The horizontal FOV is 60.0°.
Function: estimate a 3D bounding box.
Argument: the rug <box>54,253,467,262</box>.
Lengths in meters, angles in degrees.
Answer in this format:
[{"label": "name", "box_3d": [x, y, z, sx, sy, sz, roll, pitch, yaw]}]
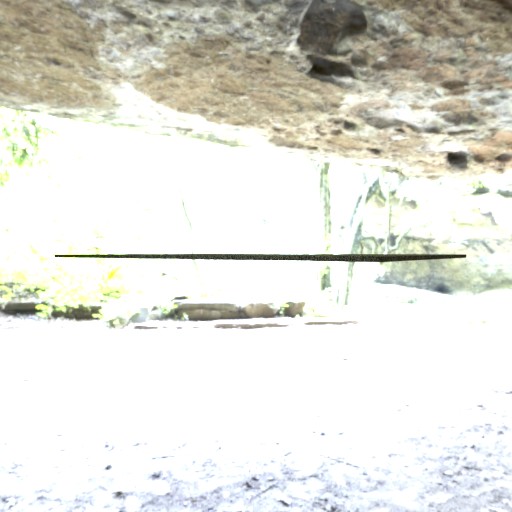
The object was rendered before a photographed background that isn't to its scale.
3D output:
[{"label": "rug", "box_3d": [0.000, 0.000, 3.477, 2.699, 0.026, 1.802, 0, 1, 36]}]
